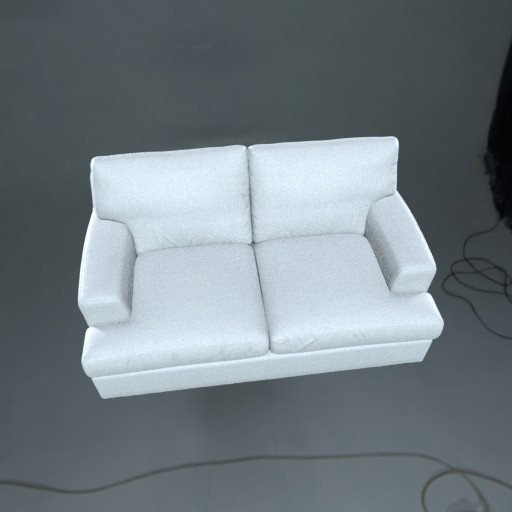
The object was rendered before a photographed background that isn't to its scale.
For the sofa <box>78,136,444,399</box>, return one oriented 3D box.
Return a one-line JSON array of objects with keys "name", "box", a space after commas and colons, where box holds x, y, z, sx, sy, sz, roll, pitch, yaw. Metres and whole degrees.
[{"name": "sofa", "box": [0.000, 0.000, 2.518, 1.880, 0.940, 1.143, -5, 46, -5]}]
